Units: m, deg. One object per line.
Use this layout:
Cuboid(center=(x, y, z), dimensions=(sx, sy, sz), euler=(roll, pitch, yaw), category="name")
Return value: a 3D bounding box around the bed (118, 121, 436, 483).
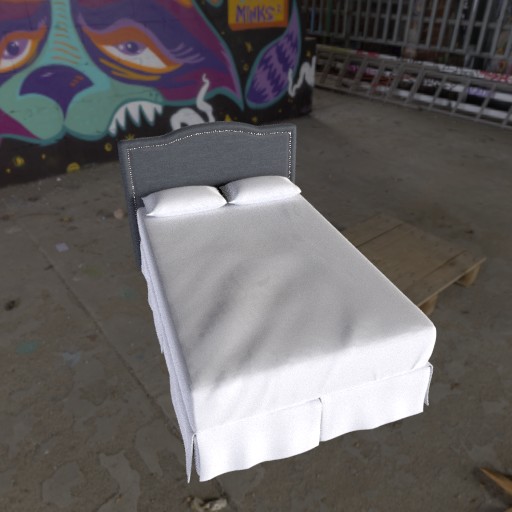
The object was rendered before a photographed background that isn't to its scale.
Cuboid(center=(0.000, 0.000, 3.465), dimensions=(1.747, 1.441, 2.507), euler=(-11, 34, -16), category="bed")
